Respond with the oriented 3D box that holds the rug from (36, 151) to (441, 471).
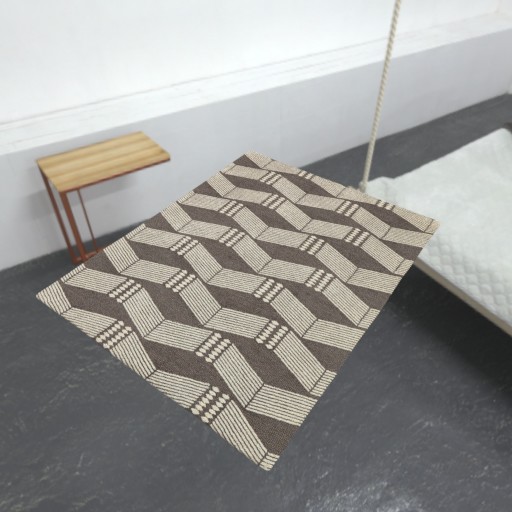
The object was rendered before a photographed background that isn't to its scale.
[{"bbox_3d":[0.000,0.000,4.136,2.438,0.016,3.048,27,49,26],"label":"rug"}]
